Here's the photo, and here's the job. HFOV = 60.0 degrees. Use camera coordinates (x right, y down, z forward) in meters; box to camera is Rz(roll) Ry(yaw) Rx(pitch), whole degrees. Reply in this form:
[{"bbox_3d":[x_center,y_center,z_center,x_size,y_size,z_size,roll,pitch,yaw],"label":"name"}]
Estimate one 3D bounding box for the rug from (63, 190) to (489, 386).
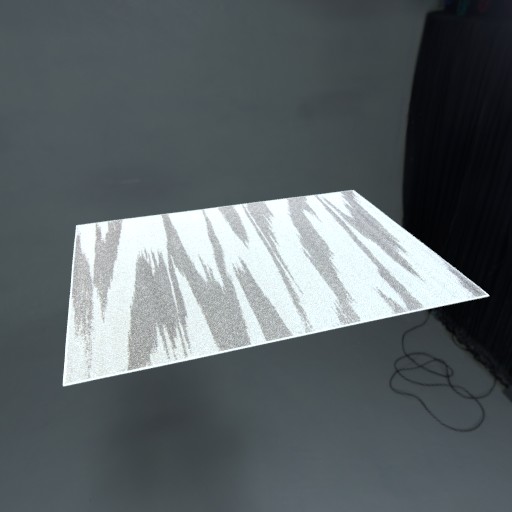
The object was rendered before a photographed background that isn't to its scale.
[{"bbox_3d":[0.000,0.000,2.720,2.142,0.010,1.533,-9,32,-15],"label":"rug"}]
